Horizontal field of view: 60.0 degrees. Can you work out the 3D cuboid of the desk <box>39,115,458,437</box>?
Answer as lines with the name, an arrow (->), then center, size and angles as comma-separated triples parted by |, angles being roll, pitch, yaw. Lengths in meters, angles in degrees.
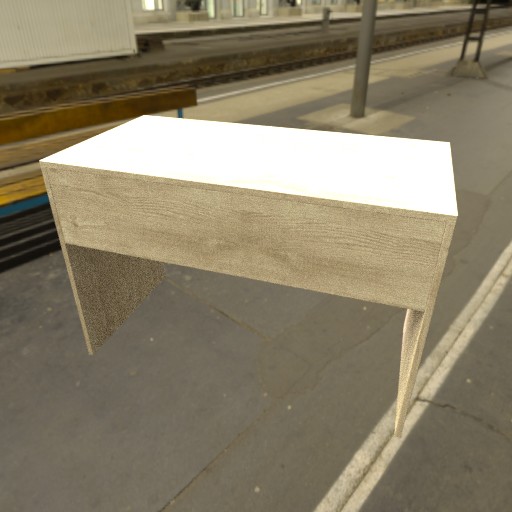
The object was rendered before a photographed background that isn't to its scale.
desk -> 0.000, 0.000, 1.510 | 1.100, 0.730, 0.560 | 10, 32, 16
